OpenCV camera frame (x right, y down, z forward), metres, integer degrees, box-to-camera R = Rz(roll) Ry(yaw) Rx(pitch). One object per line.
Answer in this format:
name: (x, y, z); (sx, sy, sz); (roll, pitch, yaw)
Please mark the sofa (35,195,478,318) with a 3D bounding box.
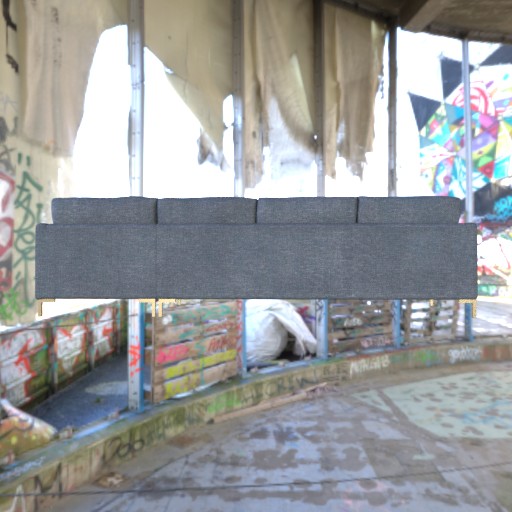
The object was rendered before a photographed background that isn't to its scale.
sofa: (0.000, 0.000, 3.533); (2.932, 0.810, 1.350); (0, 0, 1)
